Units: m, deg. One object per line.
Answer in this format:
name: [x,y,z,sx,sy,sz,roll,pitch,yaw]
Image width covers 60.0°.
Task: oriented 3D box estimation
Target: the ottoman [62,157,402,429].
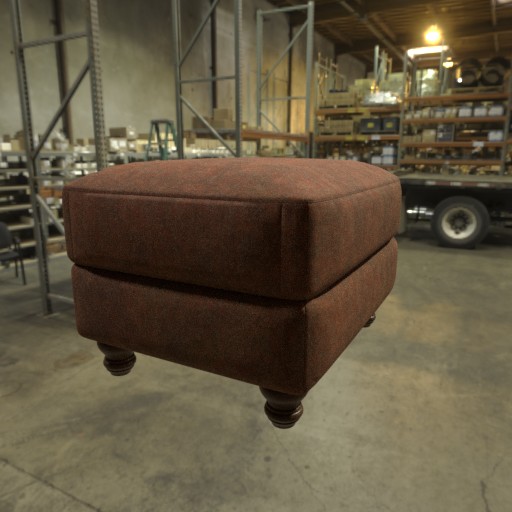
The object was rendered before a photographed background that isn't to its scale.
ottoman: [0.000,0.000,1.169,0.635,0.508,0.787,7,15,28]
